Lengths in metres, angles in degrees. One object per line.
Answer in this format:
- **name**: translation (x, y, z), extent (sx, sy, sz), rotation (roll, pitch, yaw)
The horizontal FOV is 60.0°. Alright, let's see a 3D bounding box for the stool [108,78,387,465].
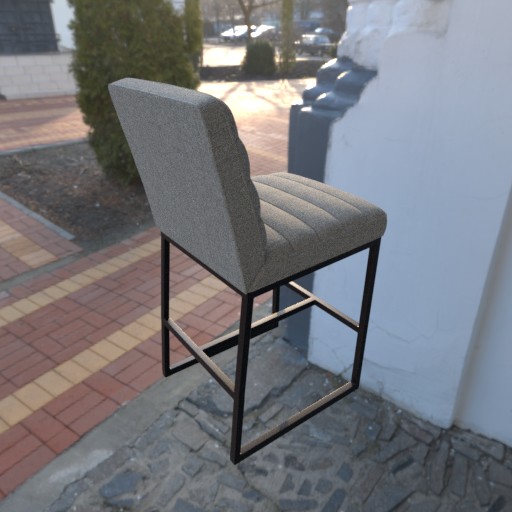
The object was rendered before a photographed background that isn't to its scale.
- **stool**: translation (0.000, 0.000, 1.251), extent (0.560, 0.940, 0.460), rotation (-18, 32, -32)
